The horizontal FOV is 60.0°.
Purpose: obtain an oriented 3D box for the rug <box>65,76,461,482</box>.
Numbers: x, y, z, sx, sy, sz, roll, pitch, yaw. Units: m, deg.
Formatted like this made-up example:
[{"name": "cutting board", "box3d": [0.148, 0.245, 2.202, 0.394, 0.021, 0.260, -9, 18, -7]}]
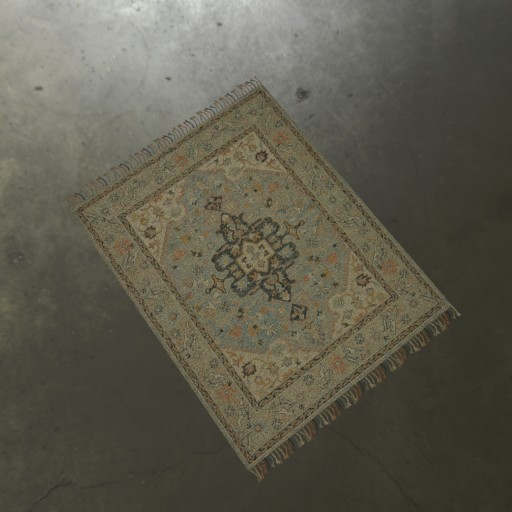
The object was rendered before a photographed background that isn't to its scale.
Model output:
[{"name": "rug", "box3d": [0.000, 0.000, 4.255, 2.379, 0.011, 3.221, -36, 79, -8]}]
